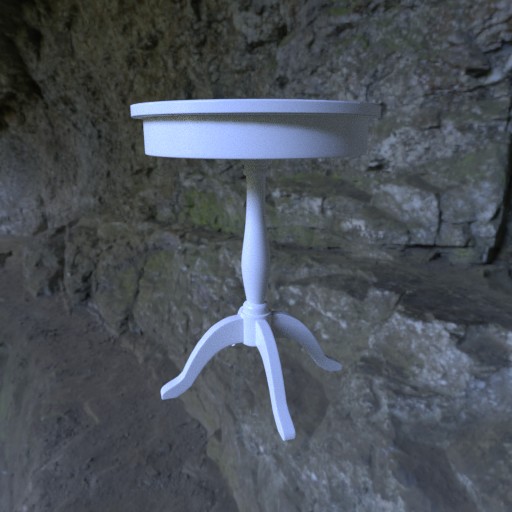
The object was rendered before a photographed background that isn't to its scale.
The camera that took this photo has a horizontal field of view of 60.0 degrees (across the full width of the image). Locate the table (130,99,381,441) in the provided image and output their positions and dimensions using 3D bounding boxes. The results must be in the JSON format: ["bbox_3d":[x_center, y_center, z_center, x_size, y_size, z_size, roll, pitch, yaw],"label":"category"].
[{"bbox_3d":[0.000,0.000,1.025,0.513,0.653,0.513,0,16,0],"label":"table"}]
